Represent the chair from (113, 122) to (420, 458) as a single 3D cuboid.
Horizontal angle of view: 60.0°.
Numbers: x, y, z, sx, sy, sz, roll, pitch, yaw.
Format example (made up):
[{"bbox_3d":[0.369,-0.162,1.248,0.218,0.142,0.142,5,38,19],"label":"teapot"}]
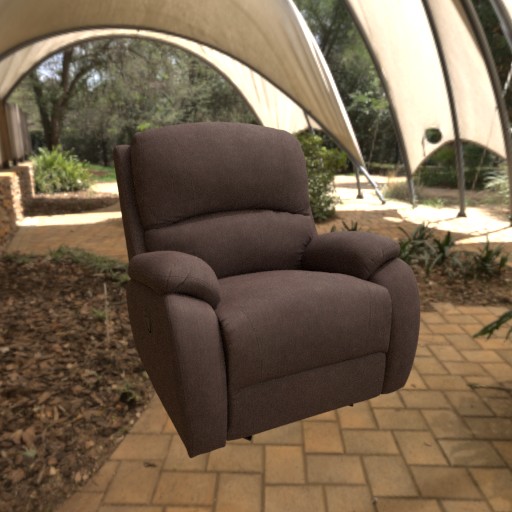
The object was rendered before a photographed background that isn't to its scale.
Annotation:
[{"bbox_3d":[0.000,0.000,1.711,0.930,1.011,0.899,-7,17,-26],"label":"chair"}]
